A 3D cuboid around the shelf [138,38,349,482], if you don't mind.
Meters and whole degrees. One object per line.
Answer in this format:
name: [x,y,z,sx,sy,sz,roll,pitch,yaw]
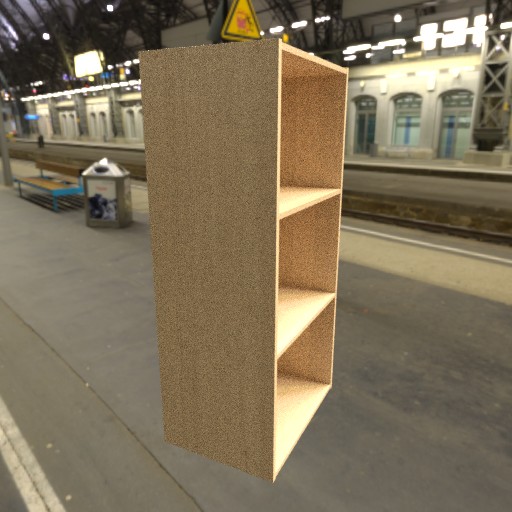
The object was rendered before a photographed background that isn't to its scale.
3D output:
shelf: [0.000,0.000,1.078,0.292,0.876,0.417,8,18,26]
